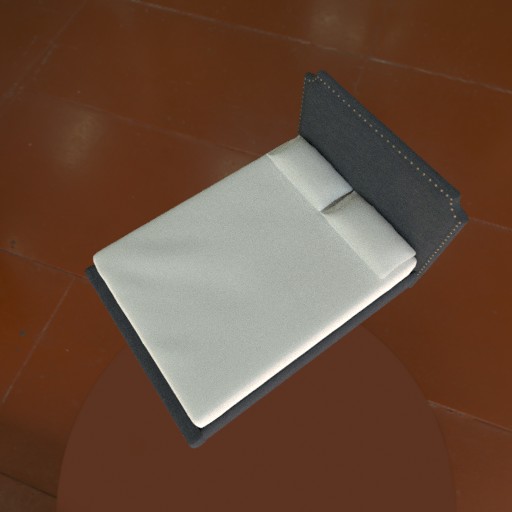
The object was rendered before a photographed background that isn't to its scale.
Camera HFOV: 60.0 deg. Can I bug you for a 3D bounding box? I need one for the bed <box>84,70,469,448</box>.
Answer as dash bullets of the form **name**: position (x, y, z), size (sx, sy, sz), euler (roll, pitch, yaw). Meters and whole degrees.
- **bed**: position (0.000, 0.000, 3.501), size (2.372, 1.443, 1.713), euler (-33, 68, -15)
